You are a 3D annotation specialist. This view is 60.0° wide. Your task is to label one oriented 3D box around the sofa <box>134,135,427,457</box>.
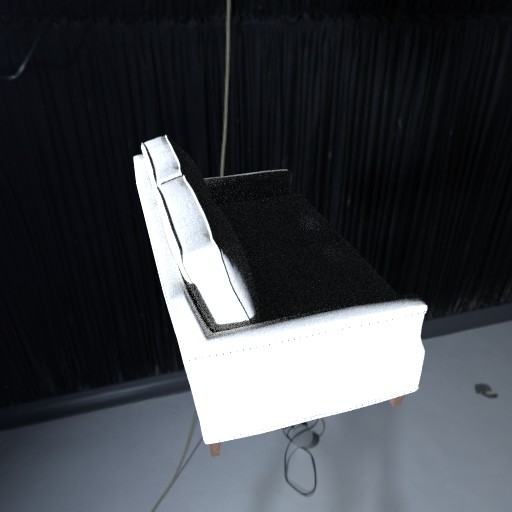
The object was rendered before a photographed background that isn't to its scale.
[{"bbox_3d":[0.000,0.000,2.338,1.084,1.003,1.597,-9,33,-15],"label":"sofa"}]
